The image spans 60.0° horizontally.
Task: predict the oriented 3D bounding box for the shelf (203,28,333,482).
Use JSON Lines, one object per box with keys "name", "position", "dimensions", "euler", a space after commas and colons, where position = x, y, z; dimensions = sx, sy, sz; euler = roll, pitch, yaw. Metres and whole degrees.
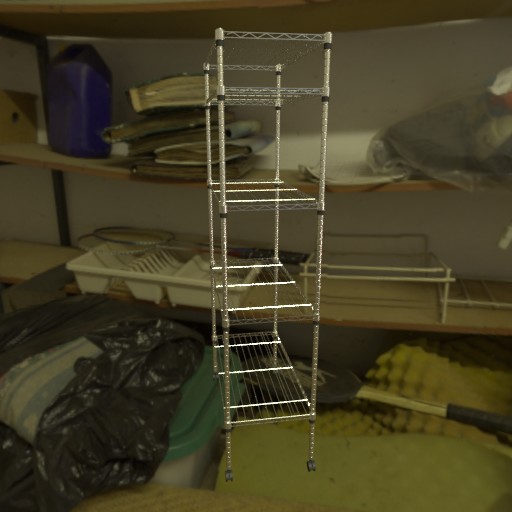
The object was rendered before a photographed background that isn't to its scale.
{"name": "shelf", "position": [0.000, 0.000, 1.863], "dimensions": [0.356, 1.587, 0.762], "euler": [-3, 16, -9]}
